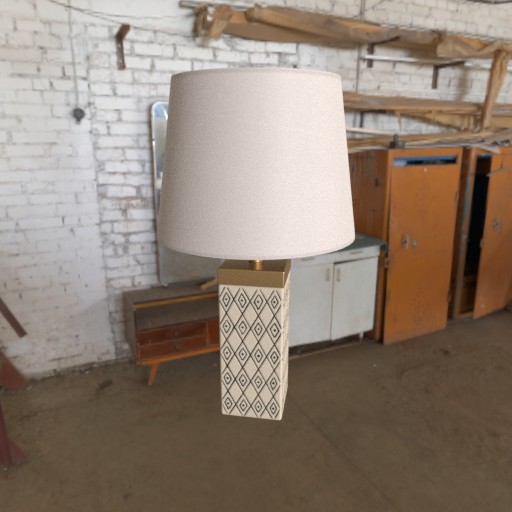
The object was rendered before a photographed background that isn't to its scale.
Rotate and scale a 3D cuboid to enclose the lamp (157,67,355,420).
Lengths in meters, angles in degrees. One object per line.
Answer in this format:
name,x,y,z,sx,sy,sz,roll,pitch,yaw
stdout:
lamp,0.000,0.000,0.583,0.251,0.435,0.251,0,16,0
